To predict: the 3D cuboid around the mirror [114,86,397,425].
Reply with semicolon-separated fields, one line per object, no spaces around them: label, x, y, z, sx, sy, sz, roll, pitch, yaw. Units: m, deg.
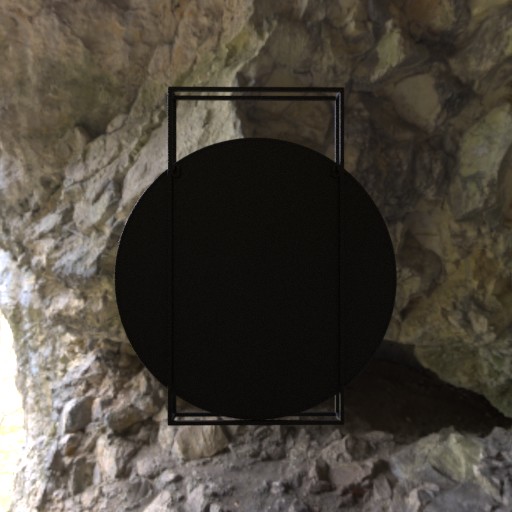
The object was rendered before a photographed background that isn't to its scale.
mirror;0.000;0.000;0.815;0.508;0.603;0.051;0;0;-1
